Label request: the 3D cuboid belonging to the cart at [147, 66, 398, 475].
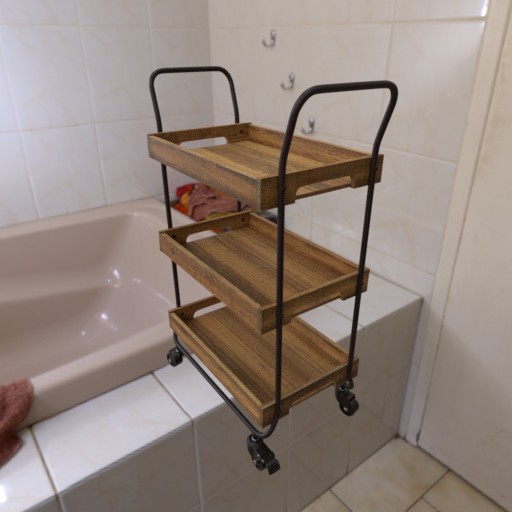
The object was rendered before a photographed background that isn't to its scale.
[{"bbox_3d":[0.000,0.000,1.120,0.339,0.857,0.583,-17,31,-31],"label":"cart"}]
